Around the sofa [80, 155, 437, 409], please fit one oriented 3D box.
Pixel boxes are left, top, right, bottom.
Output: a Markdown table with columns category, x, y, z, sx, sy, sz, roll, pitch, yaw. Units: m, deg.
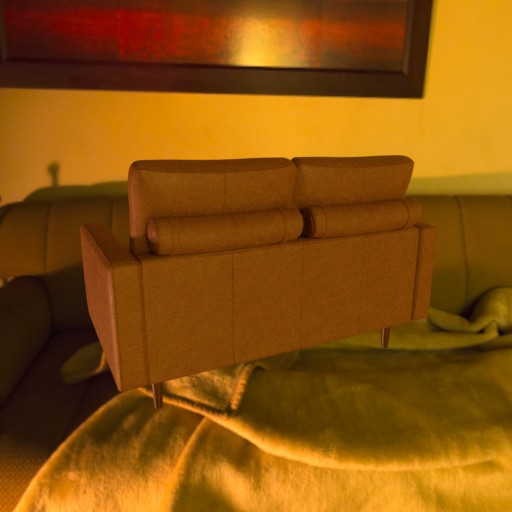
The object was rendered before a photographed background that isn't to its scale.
| category | x | y | z | sx | sy | sz | roll | pitch | yaw |
| --- | --- | --- | --- | --- | --- | --- | --- | --- | --- |
| sofa | 0.000 | 0.000 | 2.021 | 1.430 | 0.898 | 0.868 | -7 | 16 | -26 |
